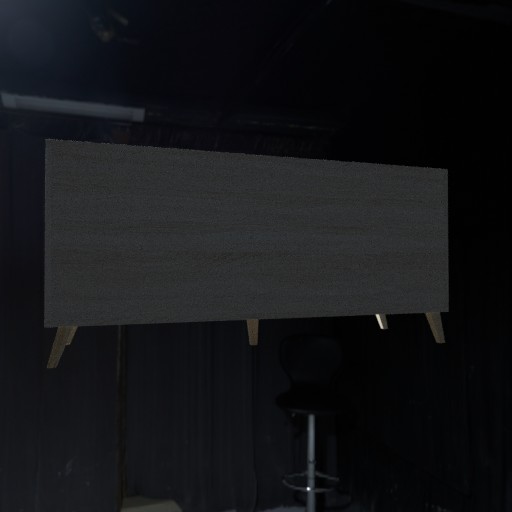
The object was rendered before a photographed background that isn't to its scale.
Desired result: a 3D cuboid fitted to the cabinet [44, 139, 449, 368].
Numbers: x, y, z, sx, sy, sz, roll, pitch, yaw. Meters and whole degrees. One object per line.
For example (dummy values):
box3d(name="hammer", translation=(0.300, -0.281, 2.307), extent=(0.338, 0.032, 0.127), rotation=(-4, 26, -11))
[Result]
box3d(name="cabinet", translation=(0.000, 0.000, 1.982), extent=(1.649, 0.780, 0.500), rotation=(0, -1, -17))
